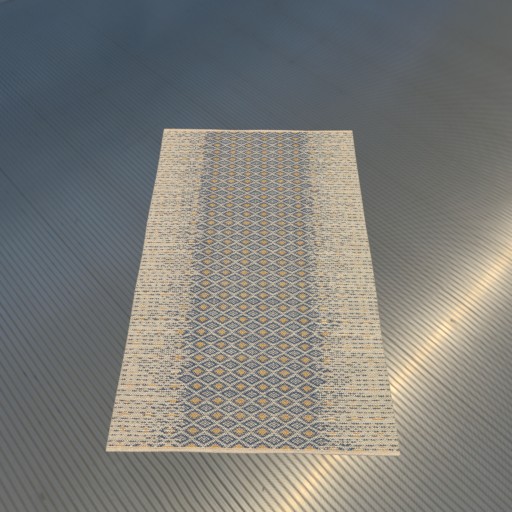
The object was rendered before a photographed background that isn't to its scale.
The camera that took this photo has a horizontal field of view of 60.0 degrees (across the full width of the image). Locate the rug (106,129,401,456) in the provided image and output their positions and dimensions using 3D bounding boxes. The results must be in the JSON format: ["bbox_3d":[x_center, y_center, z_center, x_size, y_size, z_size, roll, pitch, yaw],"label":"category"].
[{"bbox_3d":[0.000,0.000,2.970,1.541,0.008,2.448,1,58,0],"label":"rug"}]
